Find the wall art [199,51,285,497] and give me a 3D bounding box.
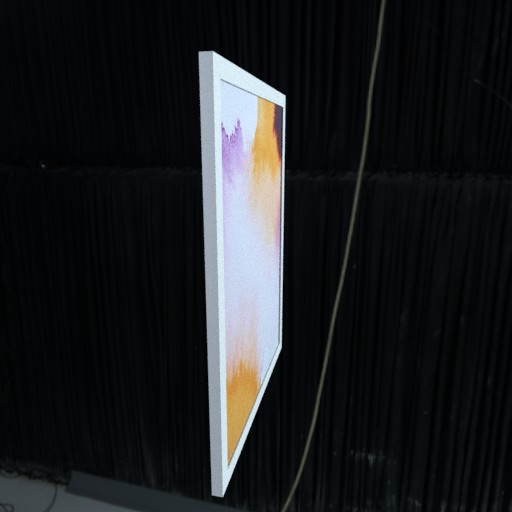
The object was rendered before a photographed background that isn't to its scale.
[{"bbox_3d":[0.000,0.000,0.616,0.013,0.456,0.382,3,15,13],"label":"wall art"}]
